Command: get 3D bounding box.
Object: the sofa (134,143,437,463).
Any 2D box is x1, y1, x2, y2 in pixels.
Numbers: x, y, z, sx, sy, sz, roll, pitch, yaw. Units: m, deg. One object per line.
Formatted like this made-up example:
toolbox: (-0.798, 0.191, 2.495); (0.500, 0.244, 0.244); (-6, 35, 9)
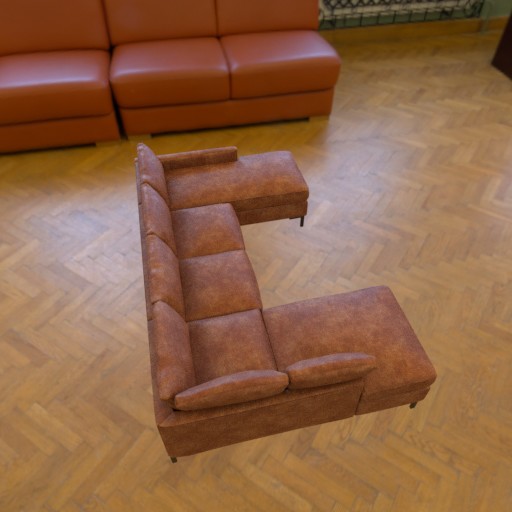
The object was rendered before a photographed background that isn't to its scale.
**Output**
sofa: (0.000, 0.000, 3.950); (1.939, 0.900, 2.956); (-10, 48, -9)
